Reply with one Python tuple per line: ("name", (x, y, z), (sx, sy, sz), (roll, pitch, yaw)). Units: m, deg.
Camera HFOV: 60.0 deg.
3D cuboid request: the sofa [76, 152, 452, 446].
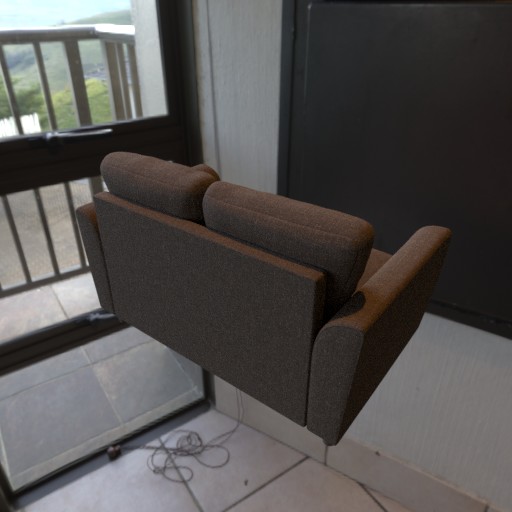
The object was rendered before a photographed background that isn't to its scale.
("sofa", (0.000, 0.000, 2.005), (1.423, 0.885, 0.851), (21, 36, 32))
